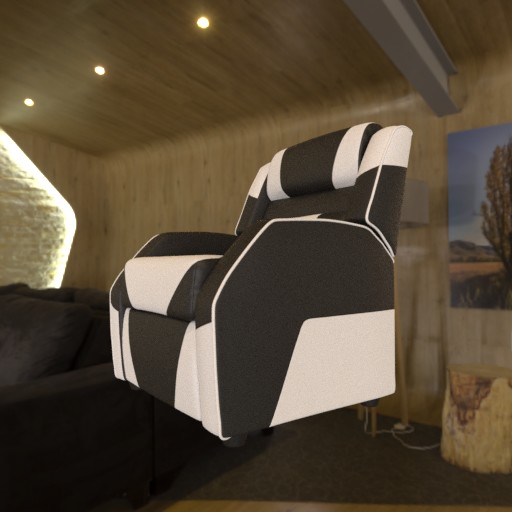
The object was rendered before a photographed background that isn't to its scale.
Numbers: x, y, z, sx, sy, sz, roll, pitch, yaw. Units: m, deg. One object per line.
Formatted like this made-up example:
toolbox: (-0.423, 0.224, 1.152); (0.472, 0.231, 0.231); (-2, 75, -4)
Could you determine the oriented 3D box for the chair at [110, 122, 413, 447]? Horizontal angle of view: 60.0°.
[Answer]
chair: (0.000, 0.000, 1.300); (0.672, 0.805, 0.620); (1, -2, -37)
